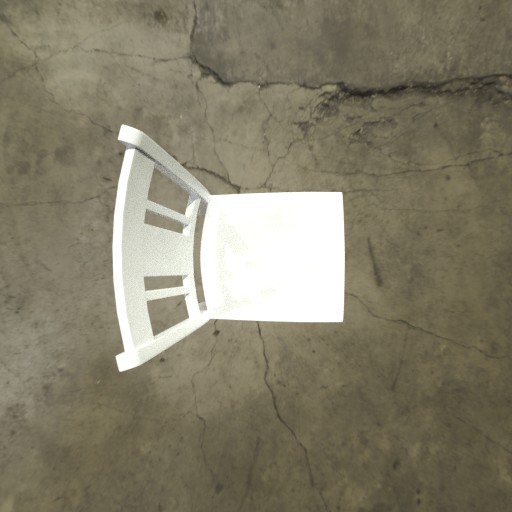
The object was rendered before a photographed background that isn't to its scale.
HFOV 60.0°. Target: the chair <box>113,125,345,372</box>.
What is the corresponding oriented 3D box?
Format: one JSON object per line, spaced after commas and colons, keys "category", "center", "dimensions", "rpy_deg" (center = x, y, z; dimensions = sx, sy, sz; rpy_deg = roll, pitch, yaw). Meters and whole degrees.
{"category": "chair", "center": [0.000, 0.000, 1.305], "dimensions": [0.555, 0.998, 0.450], "rpy_deg": [0, 88, -1]}
